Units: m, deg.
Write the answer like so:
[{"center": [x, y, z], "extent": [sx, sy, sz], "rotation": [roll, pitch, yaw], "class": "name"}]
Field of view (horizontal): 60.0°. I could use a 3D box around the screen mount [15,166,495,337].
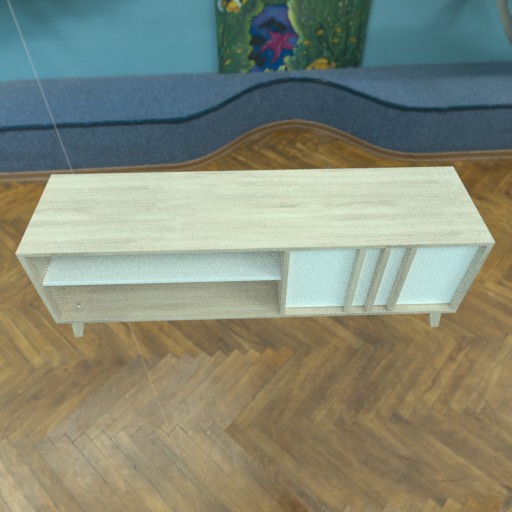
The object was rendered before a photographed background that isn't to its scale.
[{"center": [0.000, 0.000, 1.707], "extent": [1.500, 0.510, 0.400], "rotation": [-1, 48, -1], "class": "screen mount"}]
